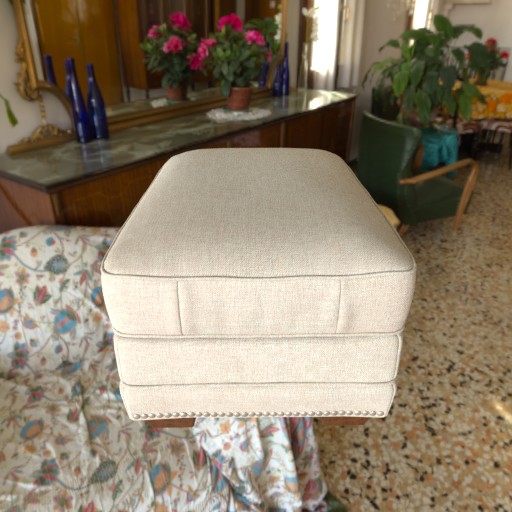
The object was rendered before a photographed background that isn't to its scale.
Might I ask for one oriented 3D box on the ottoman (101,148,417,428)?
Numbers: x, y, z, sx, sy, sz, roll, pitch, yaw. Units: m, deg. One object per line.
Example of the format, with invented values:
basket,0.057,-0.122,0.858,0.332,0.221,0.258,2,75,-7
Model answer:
ottoman,0.000,0.000,1.155,0.559,0.458,0.813,0,28,-1
